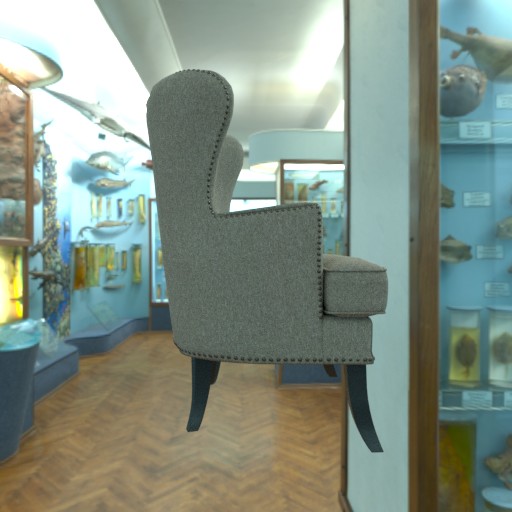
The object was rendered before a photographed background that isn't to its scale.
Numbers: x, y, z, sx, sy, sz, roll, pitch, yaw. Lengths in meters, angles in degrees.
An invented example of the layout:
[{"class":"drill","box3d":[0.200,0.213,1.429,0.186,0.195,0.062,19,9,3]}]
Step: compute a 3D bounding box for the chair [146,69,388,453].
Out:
[{"class":"chair","box3d":[0.000,0.000,1.579,0.758,1.060,0.759,0,0,1]}]
